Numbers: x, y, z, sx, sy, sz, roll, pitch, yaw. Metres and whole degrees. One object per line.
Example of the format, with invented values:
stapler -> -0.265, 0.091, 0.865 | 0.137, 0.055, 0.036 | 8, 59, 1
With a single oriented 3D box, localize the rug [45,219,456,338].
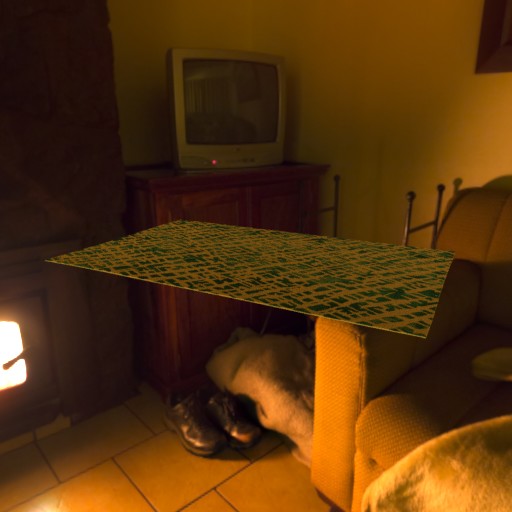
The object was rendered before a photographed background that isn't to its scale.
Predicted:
rug -> 0.000, 0.000, 3.090 | 2.447, 0.011, 1.520 | 8, 18, 27
